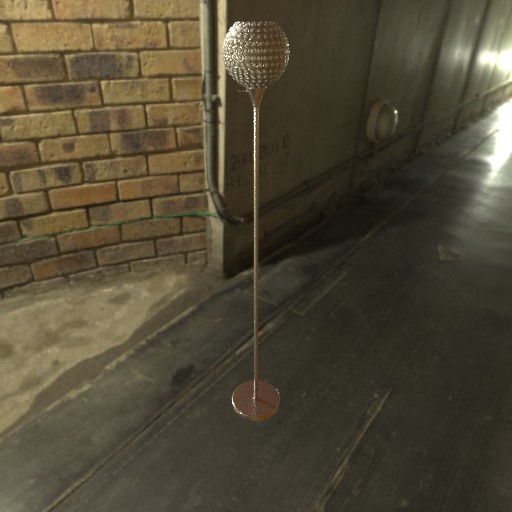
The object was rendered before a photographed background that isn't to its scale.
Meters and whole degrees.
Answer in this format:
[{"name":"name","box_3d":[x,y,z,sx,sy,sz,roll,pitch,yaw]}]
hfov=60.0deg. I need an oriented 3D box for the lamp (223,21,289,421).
[{"name":"lamp","box_3d":[0.000,0.000,1.930,0.254,1.805,0.254,0,30,0]}]
